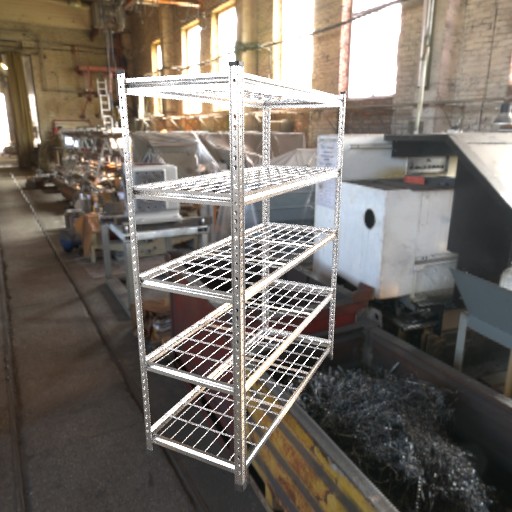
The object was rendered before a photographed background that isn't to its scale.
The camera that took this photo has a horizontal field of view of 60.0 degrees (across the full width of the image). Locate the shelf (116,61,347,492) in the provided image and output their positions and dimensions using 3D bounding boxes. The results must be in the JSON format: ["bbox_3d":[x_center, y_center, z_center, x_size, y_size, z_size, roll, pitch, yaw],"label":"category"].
[{"bbox_3d":[0.000,0.000,2.715,0.610,1.981,1.524,8,17,25],"label":"shelf"}]
